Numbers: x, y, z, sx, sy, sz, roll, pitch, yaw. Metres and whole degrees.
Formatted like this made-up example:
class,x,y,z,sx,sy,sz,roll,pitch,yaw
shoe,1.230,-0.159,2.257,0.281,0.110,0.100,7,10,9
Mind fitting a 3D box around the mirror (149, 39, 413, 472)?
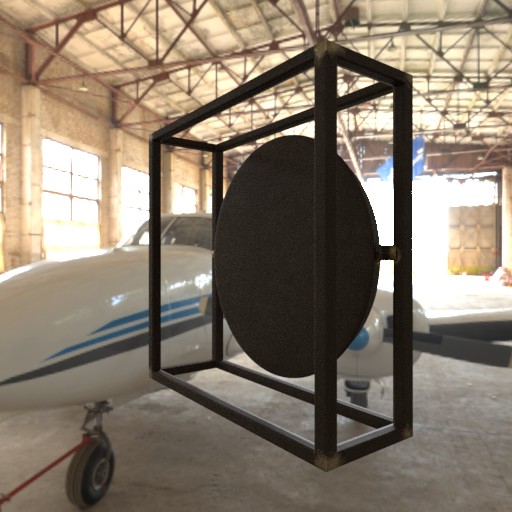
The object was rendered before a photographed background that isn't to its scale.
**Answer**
class,x,y,z,sx,sy,sz,roll,pitch,yaw
mirror,0.000,0.000,0.464,0.107,0.303,0.306,0,0,-37
